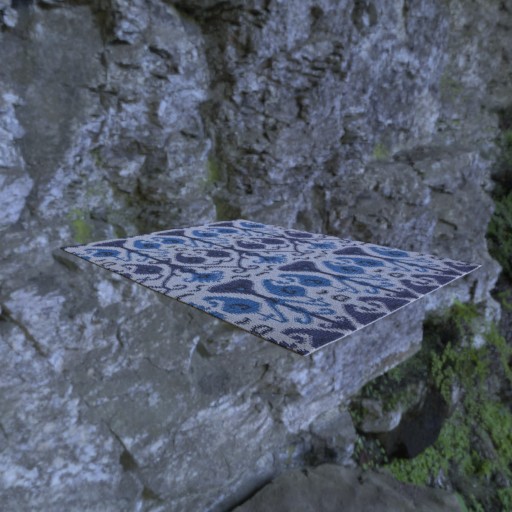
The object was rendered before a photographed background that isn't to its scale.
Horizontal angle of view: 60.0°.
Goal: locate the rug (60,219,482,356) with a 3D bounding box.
[{"bbox_3d":[0.000,0.000,4.199,2.443,0.024,3.228,-14,20,-42],"label":"rug"}]
